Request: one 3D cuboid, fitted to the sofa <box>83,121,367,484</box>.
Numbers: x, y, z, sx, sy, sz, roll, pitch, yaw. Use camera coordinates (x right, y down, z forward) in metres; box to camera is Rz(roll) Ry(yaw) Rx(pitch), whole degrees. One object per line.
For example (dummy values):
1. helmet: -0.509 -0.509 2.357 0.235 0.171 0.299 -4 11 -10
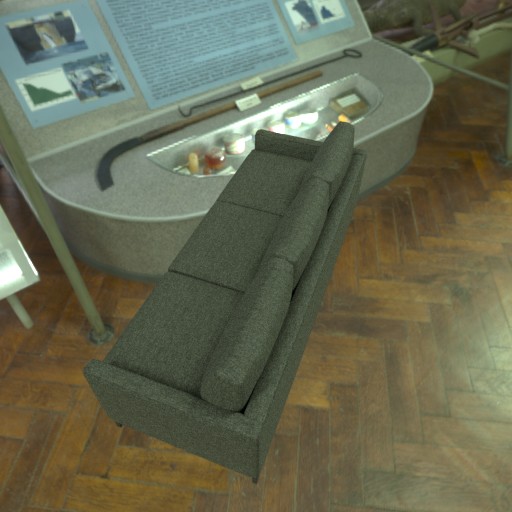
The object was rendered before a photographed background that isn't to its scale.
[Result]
1. sofa: 0.000 0.000 2.721 0.876 0.879 2.253 16 48 14
